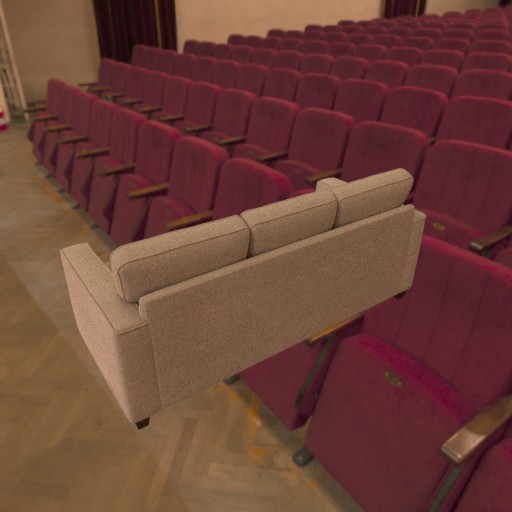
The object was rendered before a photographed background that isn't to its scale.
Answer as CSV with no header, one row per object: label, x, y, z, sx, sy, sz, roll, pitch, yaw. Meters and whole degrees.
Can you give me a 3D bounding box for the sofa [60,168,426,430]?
sofa,0.000,0.000,2.800,2.133,0.965,0.939,-19,35,-30
